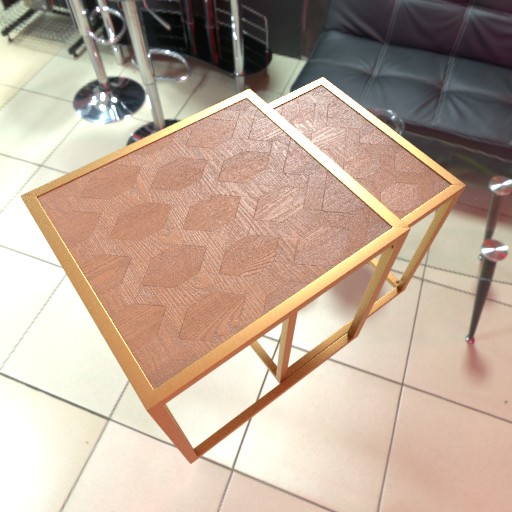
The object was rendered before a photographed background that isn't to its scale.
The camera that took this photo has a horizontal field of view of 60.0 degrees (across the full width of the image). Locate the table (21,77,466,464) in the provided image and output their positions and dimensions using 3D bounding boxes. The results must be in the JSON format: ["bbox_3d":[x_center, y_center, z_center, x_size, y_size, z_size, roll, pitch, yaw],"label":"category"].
[{"bbox_3d":[0.000,0.000,1.078,0.762,0.505,0.505,-32,63,-19],"label":"table"}]
